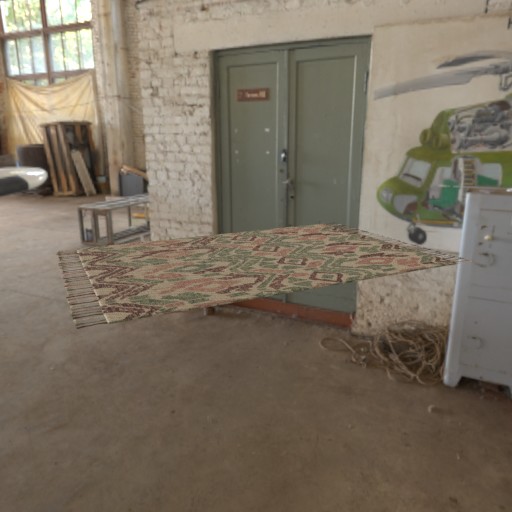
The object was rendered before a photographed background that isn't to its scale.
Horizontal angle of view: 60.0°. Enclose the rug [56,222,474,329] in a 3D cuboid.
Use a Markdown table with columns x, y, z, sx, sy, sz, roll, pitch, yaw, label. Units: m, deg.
| x | y | z | sx | sy | sz | roll | pitch | yaw | label |
| --- | --- | --- | --- | --- | --- | --- | --- | --- | --- |
| 0.000 | 0.000 | 3.017 | 2.438 | 0.011 | 1.524 | -7 | 17 | -25 | rug |
